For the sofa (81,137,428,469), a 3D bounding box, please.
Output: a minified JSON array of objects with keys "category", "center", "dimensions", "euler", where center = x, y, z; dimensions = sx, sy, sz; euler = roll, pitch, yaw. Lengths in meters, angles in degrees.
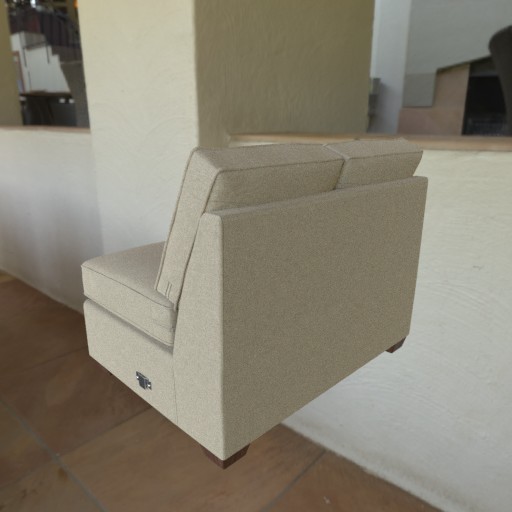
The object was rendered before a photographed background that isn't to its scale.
[{"category":"sofa","center":[0.000,0.000,1.965],"dimensions":[1.237,1.008,0.951],"euler":[-16,23,-42]}]
